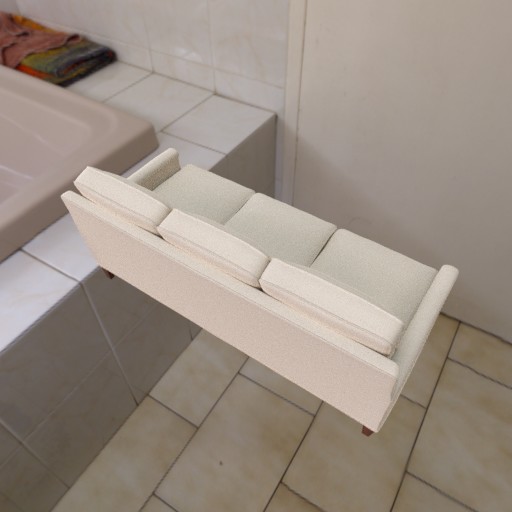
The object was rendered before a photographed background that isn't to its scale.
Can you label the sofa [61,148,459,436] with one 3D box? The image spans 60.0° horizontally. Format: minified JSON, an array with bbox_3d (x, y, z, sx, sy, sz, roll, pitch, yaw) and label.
[{"bbox_3d":[0.000,0.000,2.828,2.246,1.003,1.084,26,52,23],"label":"sofa"}]
